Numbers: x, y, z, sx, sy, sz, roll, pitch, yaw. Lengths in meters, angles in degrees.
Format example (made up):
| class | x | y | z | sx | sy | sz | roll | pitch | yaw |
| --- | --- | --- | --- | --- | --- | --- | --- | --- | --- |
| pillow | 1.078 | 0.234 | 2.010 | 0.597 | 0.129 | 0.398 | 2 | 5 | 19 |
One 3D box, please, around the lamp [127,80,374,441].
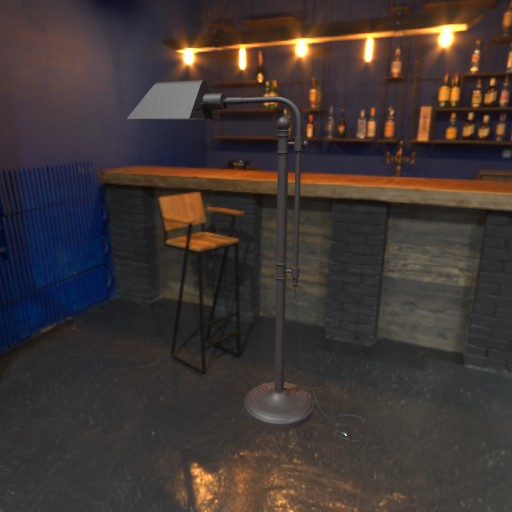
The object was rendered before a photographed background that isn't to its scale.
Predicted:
| class | x | y | z | sx | sy | sz | roll | pitch | yaw |
| --- | --- | --- | --- | --- | --- | --- | --- | --- | --- |
| lamp | 0.000 | 0.000 | 0.943 | 0.545 | 0.708 | 0.159 | 8 | 18 | 25 |
